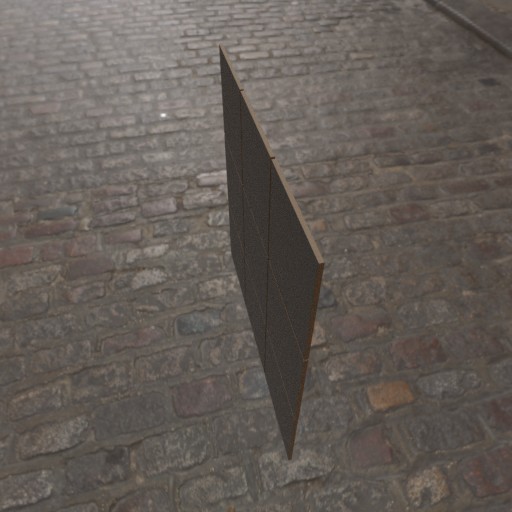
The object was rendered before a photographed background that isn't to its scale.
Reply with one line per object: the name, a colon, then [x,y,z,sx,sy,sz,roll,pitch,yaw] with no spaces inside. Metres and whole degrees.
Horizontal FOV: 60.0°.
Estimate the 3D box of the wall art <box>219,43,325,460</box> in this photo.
wall art: [0.000,0.000,2.257,0.017,1.521,1.527,-10,47,-9]
